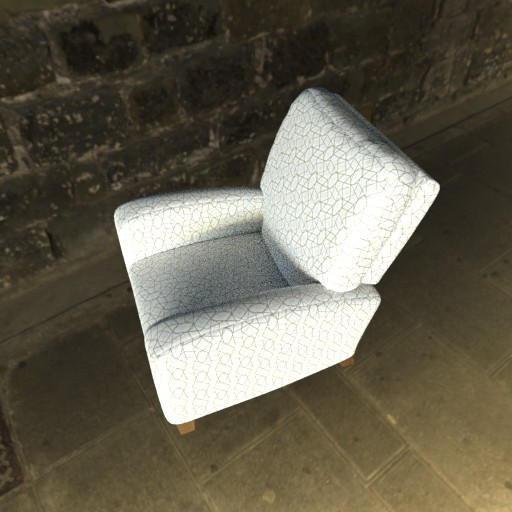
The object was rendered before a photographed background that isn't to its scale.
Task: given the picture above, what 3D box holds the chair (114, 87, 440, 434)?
[{"bbox_3d":[0.000,0.000,1.763,0.995,1.064,0.796,-15,48,-15],"label":"chair"}]
